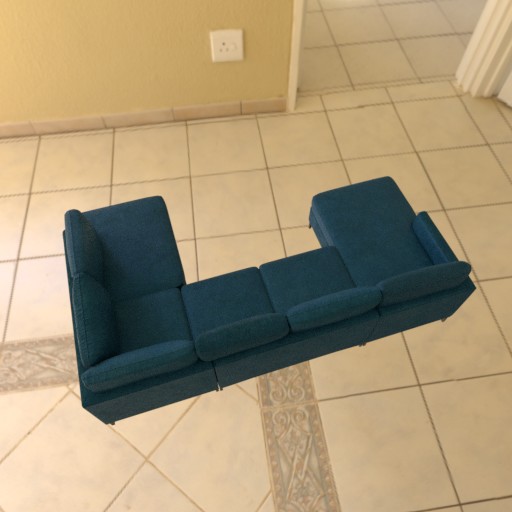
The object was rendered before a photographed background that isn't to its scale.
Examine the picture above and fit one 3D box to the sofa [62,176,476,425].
[{"bbox_3d":[0.000,0.000,4.295,3.434,0.992,2.055,-15,59,-9],"label":"sofa"}]
